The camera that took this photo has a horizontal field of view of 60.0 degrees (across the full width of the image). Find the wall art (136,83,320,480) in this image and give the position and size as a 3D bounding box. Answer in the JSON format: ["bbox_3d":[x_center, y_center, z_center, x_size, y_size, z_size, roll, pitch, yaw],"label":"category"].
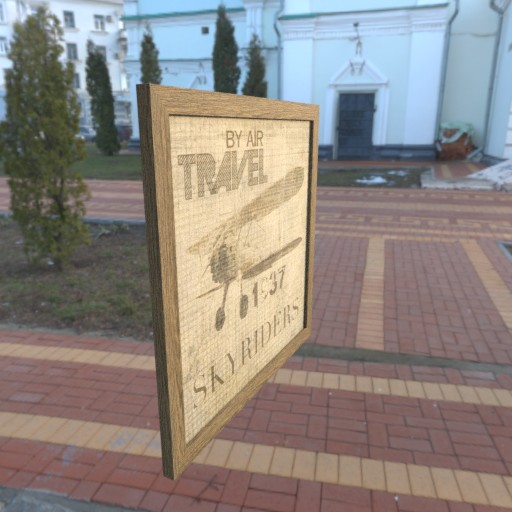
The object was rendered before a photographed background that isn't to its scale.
[{"bbox_3d":[0.000,0.000,0.754,0.019,0.508,0.508,8,18,27],"label":"wall art"}]
